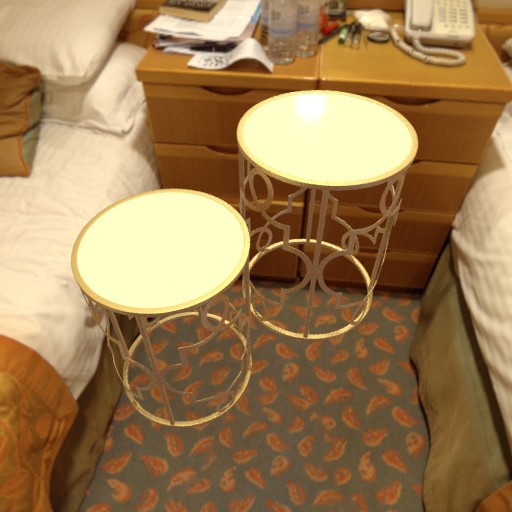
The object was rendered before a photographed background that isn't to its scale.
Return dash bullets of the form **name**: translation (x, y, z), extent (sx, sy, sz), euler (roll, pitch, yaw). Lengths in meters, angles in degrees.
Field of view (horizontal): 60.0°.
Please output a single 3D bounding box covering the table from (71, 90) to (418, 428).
- **table**: translation (0.000, 0.000, 1.151), extent (0.846, 0.564, 0.420), euler (-30, 53, -26)
